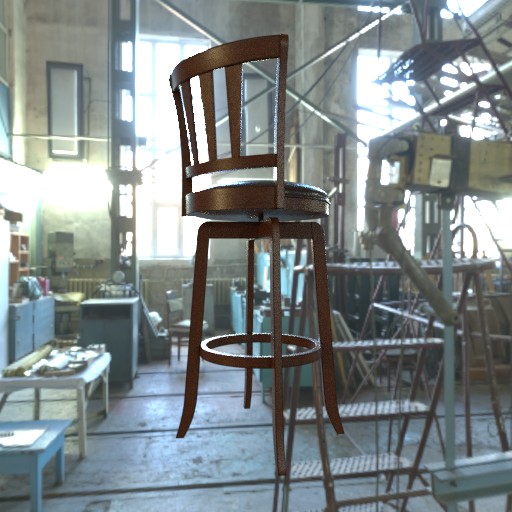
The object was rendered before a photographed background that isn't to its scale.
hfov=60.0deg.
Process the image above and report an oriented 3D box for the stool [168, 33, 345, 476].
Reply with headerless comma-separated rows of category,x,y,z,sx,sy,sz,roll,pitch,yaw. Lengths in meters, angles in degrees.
stool,0.000,0.000,1.435,0.464,1.177,0.503,0,0,37
